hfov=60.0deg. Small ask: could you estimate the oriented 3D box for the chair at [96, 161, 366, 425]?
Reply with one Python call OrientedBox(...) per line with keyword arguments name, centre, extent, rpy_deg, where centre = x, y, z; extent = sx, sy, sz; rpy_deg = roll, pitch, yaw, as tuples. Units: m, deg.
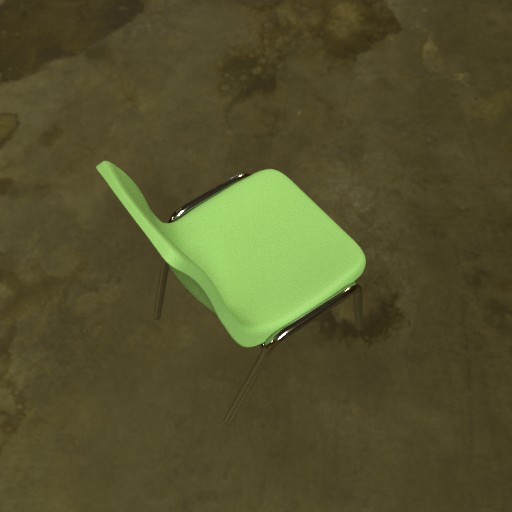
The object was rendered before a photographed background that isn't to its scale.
OrientedBox(name="chair", centre=(0.000, 0.000, 0.920), extent=(0.436, 0.653, 0.381), rpy_deg=(-32, 63, -19))
